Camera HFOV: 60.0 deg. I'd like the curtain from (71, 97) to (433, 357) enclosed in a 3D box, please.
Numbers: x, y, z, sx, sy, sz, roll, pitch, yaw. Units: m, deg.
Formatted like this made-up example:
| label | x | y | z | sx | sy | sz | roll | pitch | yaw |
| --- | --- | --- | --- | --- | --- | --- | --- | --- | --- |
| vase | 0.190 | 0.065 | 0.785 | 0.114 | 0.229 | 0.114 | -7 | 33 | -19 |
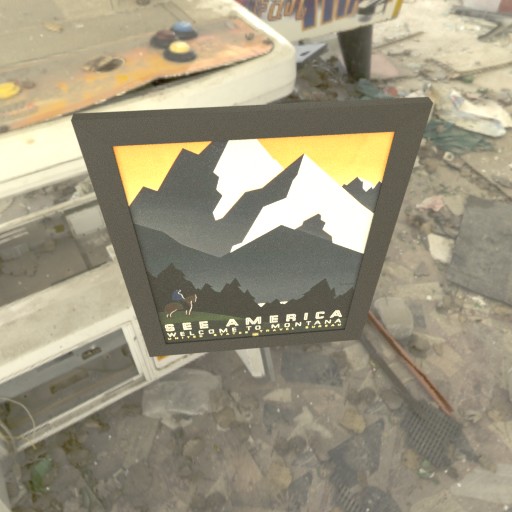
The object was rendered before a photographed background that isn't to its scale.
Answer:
| label | x | y | z | sx | sy | sz | roll | pitch | yaw |
| --- | --- | --- | --- | --- | --- | --- | --- | --- | --- |
| curtain | 0.000 | 0.000 | 0.810 | 0.483 | 0.585 | 0.027 | -4 | 47 | -4 |
